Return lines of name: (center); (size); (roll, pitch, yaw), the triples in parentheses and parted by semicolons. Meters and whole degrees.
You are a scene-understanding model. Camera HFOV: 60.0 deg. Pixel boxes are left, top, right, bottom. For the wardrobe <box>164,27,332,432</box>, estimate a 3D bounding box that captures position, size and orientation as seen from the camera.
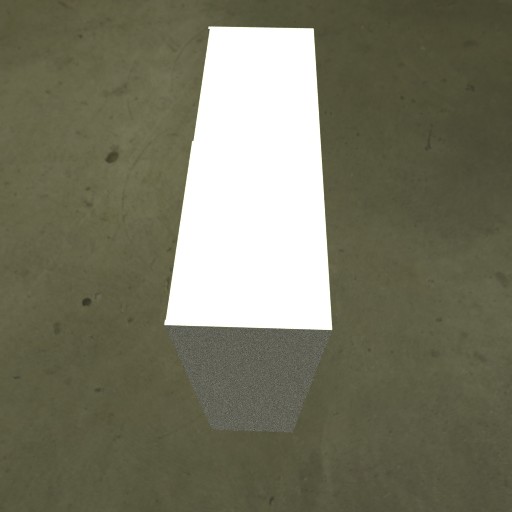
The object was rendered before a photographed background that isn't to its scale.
wardrobe: (0.000, 0.000, 2.924); (0.600, 2.020, 1.830); (2, 59, 1)
